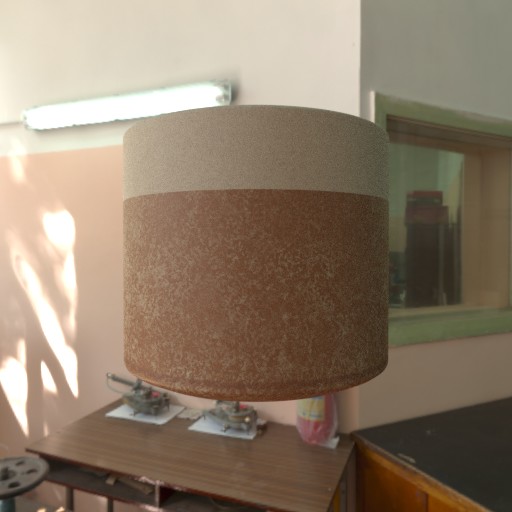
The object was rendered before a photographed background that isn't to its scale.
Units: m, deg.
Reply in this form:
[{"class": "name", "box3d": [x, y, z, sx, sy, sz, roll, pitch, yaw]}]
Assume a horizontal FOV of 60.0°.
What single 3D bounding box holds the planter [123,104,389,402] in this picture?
[{"class": "planter", "box3d": [0.000, 0.000, 0.276, 0.159, 0.138, 0.159, 0, 1, 0]}]
